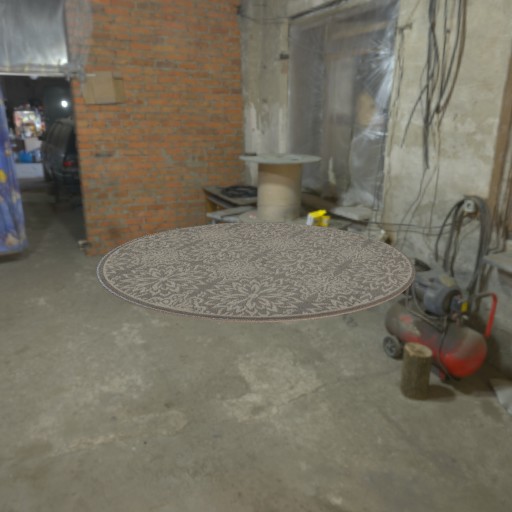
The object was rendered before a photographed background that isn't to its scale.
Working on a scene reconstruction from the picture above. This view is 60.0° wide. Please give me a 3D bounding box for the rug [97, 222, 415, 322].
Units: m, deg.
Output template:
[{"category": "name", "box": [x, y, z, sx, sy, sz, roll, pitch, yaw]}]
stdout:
[{"category": "rug", "box": [0.000, 0.000, 2.342, 1.593, 0.012, 1.593, 0, 17, 0]}]
